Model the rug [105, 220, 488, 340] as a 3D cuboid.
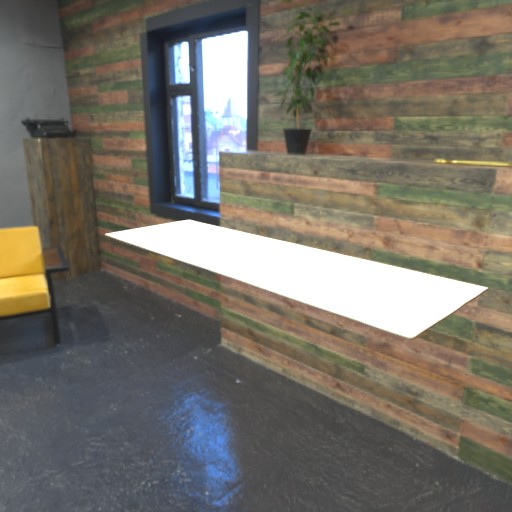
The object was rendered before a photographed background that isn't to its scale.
[{"bbox_3d":[0.000,0.000,2.744,0.793,0.014,2.450,-15,22,-43],"label":"rug"}]
